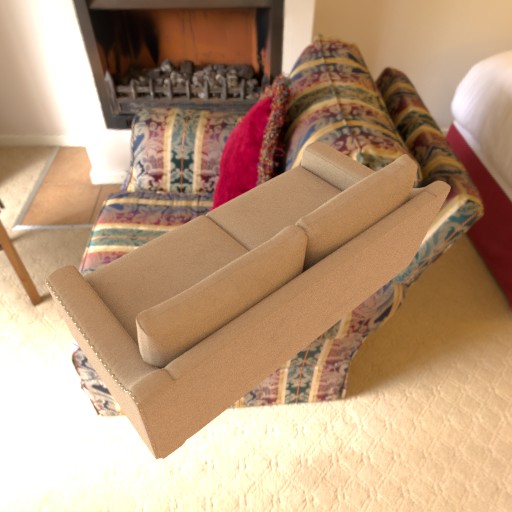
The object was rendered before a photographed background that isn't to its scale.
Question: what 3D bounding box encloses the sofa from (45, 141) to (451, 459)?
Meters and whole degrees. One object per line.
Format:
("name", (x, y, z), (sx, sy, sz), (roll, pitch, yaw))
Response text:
("sofa", (0.000, 0.000, 2.474), (1.967, 0.901, 1.030), (-31, 53, -27))
